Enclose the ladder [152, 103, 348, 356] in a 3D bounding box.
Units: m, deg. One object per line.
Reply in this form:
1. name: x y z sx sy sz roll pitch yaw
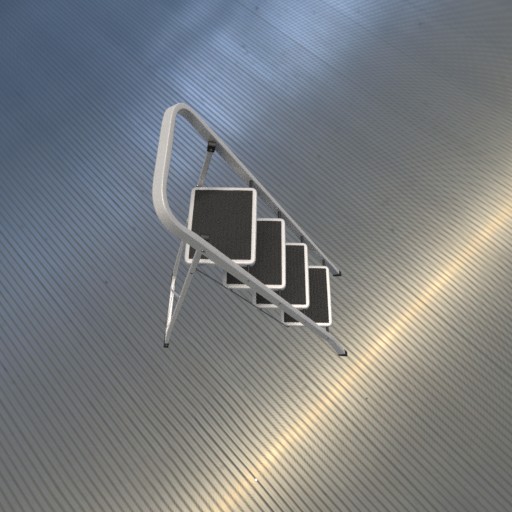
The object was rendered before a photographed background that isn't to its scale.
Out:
1. ladder: 0.000 0.000 1.736 0.914 1.265 0.460 1 63 0
